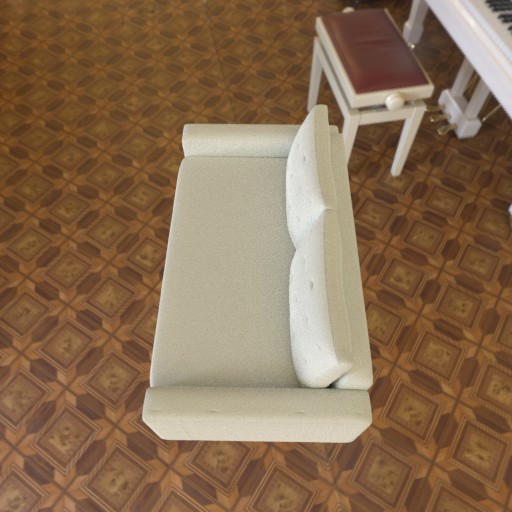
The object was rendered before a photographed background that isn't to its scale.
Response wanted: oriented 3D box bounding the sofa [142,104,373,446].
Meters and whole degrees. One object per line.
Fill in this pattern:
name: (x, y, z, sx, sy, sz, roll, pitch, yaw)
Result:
sofa: (0.000, 0.000, 2.214, 0.920, 0.790, 1.650, 1, 58, 0)
